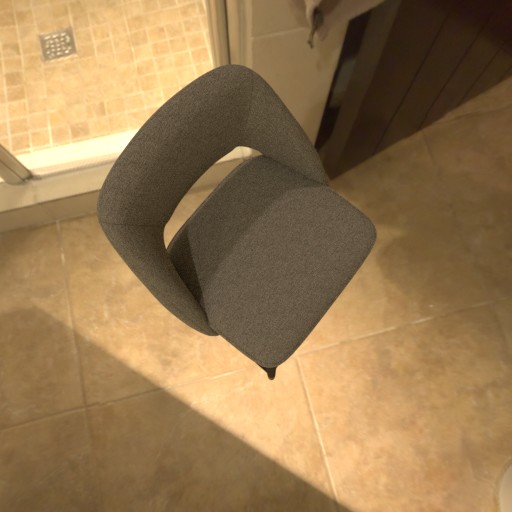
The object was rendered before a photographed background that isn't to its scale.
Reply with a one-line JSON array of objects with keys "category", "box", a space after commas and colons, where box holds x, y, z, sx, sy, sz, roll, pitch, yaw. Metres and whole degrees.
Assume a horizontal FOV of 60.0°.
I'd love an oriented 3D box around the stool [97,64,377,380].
[{"category": "stool", "box": [0.000, 0.000, 1.250, 0.524, 0.925, 0.536, 38, 78, 9]}]
